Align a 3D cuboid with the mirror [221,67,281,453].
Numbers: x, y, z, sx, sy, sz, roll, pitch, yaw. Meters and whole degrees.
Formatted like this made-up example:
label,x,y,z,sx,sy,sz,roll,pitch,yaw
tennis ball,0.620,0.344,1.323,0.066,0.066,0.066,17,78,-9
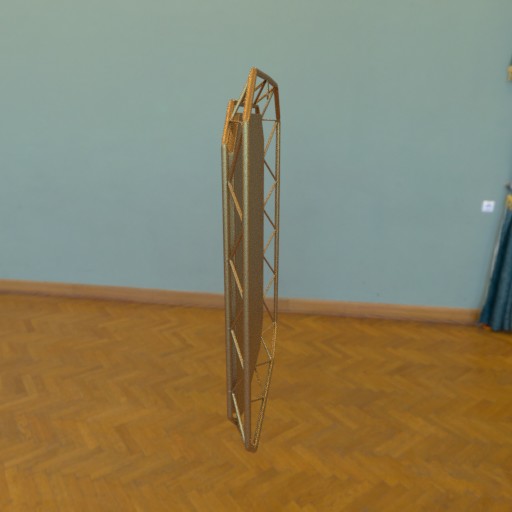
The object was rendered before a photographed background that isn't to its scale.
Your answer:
label,x,y,z,sx,sy,sz,roll,pitch,yaw
mirror,0.000,0.000,0.745,0.042,0.566,0.417,2,18,8
